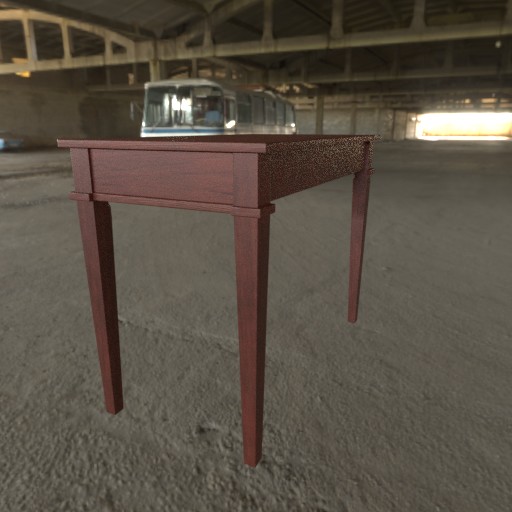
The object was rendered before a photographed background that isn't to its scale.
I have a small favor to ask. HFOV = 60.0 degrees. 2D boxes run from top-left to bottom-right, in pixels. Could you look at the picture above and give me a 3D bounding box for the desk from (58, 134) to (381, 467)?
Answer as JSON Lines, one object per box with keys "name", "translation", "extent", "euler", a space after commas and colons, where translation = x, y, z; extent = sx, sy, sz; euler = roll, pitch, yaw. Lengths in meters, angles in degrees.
{"name": "desk", "translation": [0.000, 0.000, 1.465], "extent": [0.549, 0.762, 1.001], "euler": [8, 18, 26]}
